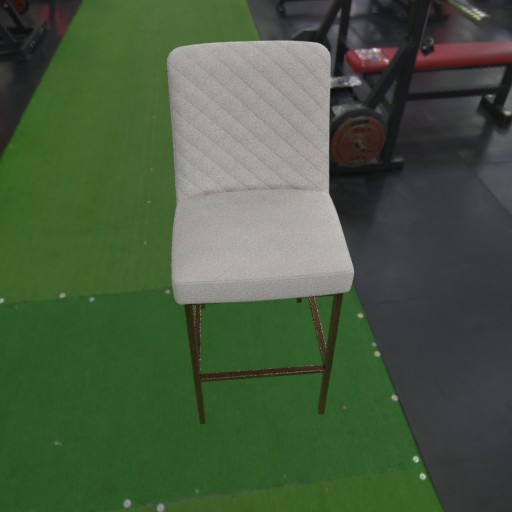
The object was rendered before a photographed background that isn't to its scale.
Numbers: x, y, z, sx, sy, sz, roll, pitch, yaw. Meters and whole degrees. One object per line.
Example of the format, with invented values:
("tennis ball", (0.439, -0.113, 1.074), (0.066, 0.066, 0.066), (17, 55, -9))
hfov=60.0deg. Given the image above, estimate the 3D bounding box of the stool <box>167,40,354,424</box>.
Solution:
("stool", (0.000, 0.000, 1.361), (0.462, 1.084, 0.546), (-3, 45, -3))
